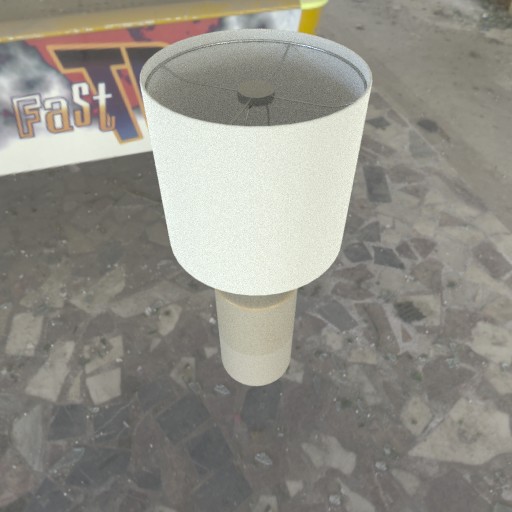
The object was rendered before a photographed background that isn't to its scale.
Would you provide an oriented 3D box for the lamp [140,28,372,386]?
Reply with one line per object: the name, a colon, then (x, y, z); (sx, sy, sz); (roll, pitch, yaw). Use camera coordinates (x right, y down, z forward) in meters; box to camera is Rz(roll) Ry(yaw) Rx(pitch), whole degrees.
lamp: (0.000, 0.000, 0.585); (0.212, 0.493, 0.212); (15, 48, 15)
